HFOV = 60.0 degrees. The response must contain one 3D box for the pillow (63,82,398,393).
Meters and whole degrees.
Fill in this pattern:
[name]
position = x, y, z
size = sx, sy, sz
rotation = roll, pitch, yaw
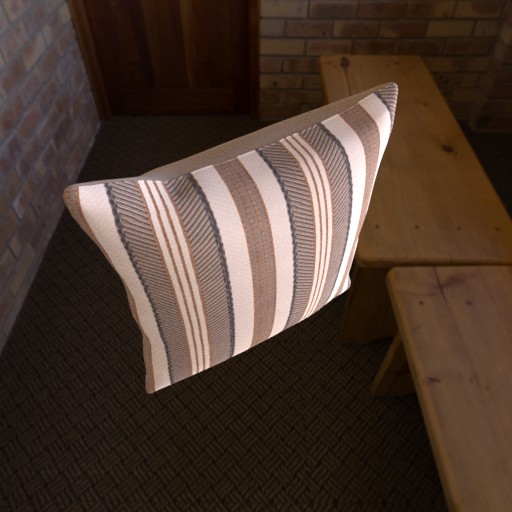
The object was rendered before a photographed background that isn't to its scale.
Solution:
[pillow]
position = 0.000, 0.000, 0.622
size = 0.416, 0.401, 0.173
rotation = -24, 51, -21
